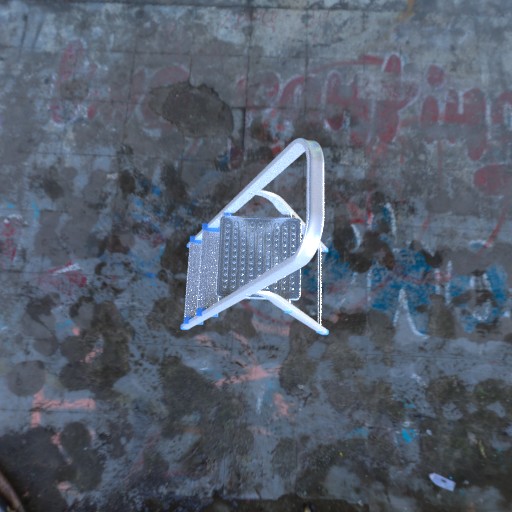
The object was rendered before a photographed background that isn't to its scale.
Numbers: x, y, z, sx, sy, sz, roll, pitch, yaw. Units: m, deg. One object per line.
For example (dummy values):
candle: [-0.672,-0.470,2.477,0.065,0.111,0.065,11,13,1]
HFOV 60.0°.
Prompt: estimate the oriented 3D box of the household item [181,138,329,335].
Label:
household item: [0.000,0.000,1.522,0.687,1.215,0.420,2,76,1]
